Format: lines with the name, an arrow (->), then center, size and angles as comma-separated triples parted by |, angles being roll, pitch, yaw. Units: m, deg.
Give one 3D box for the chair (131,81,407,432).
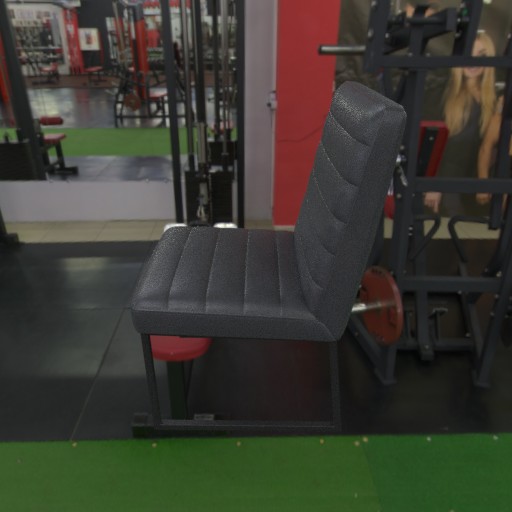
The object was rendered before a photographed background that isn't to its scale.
chair -> 0.000, 0.000, 1.310 | 0.634, 0.930, 0.520 | 0, 27, 1
